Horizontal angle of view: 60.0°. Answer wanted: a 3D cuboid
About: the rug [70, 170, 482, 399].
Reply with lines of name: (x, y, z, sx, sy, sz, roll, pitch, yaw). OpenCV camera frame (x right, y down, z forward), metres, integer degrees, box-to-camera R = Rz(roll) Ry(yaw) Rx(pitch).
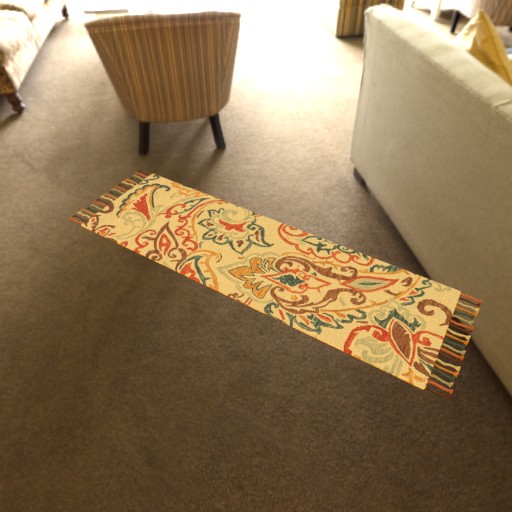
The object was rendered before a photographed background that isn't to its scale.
rug: (0.000, 0.000, 2.901, 2.682, 0.015, 0.763, 23, 49, 22)
